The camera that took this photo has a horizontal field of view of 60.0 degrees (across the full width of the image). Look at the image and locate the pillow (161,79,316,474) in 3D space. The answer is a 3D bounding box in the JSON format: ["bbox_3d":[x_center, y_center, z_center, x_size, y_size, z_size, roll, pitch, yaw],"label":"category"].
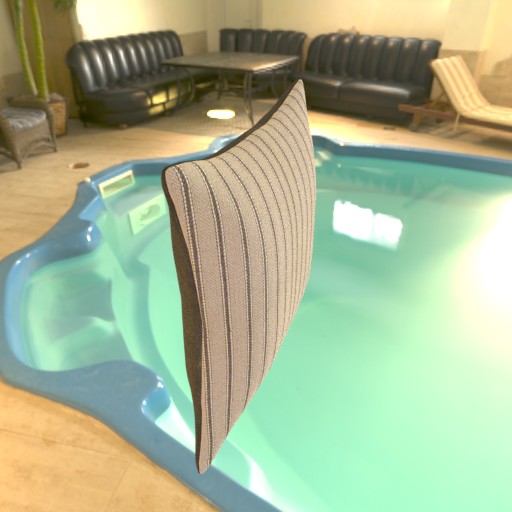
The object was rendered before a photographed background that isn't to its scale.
[{"bbox_3d":[0.000,0.000,0.684,0.138,0.444,0.468,10,32,17],"label":"pillow"}]
